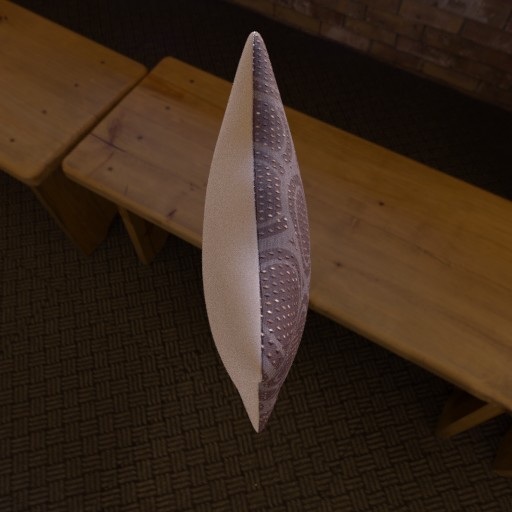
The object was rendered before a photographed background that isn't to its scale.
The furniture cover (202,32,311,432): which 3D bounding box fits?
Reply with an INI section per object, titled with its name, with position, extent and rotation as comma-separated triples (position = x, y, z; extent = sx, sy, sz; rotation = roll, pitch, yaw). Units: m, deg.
[furniture cover]
position = 0.000, 0.000, 0.806
extent = 0.193, 0.509, 0.552
rotation = -1, 63, 0
